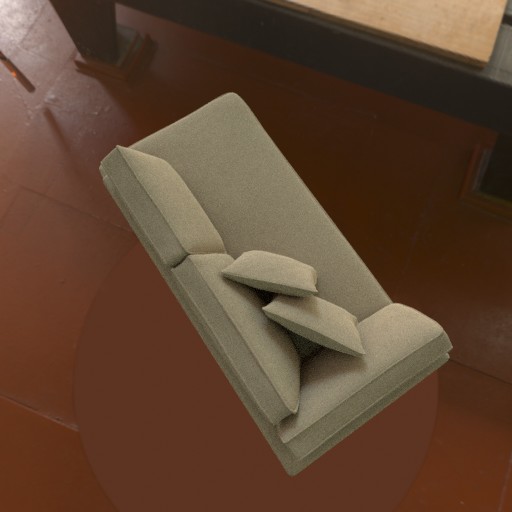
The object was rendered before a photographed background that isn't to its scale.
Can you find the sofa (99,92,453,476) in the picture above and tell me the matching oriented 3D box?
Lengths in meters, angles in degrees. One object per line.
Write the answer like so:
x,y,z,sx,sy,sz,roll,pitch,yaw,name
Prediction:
0.000,0.000,2.815,1.110,1.033,2.237,-33,78,-8,sofa
